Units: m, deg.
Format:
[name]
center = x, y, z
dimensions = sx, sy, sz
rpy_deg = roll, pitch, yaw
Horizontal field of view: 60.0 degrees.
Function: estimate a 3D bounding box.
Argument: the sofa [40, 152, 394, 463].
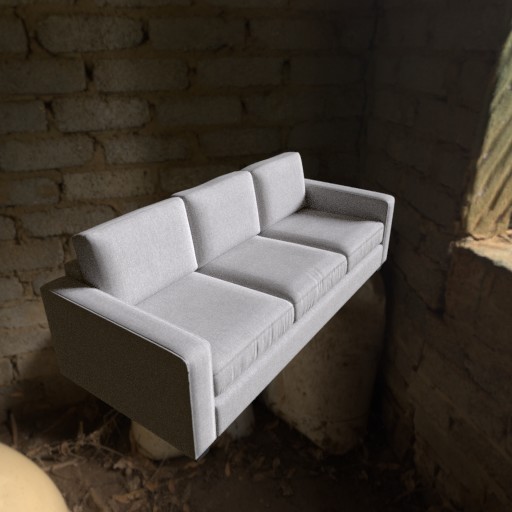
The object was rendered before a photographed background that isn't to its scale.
[sofa]
center = 0.000, 0.000, 2.572
dimensions = 0.900, 0.800, 2.120
rpy_deg = 17, 31, 31
